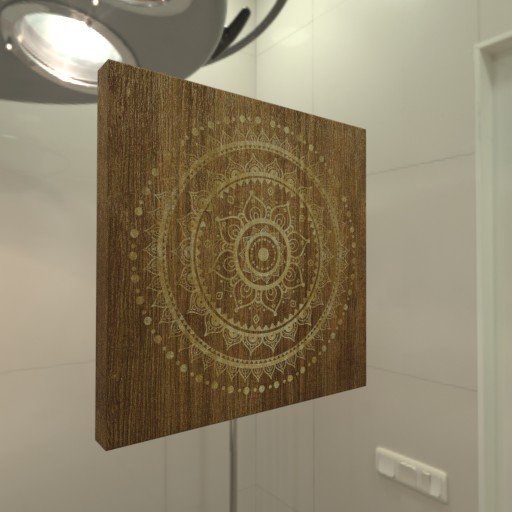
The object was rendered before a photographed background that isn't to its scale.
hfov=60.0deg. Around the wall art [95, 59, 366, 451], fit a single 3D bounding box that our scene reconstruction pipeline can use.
[{"bbox_3d":[0.000,0.000,0.588,0.406,0.403,0.039,1,-1,-37],"label":"wall art"}]
